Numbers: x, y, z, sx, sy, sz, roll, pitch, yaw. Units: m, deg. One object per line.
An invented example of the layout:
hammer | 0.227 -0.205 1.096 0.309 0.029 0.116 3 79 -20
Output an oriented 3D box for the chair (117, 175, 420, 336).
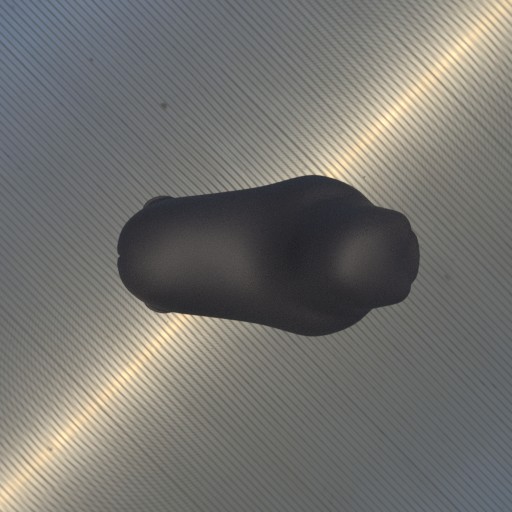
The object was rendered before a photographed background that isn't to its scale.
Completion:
chair | 0.000 0.000 1.145 0.758 0.600 0.490 0 91 0
